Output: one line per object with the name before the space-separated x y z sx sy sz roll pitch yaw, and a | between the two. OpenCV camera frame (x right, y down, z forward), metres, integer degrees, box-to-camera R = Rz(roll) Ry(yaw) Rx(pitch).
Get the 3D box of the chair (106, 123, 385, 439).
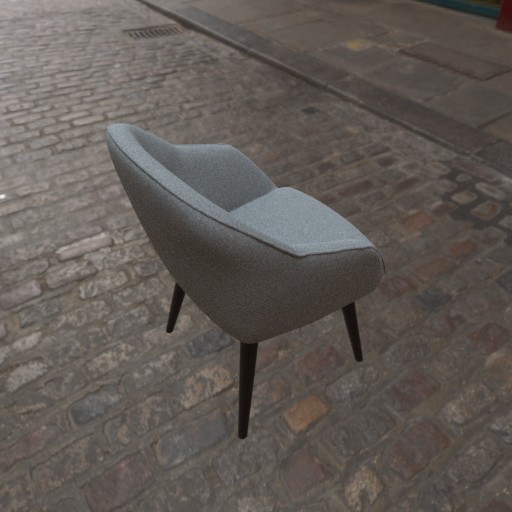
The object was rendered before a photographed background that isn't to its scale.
chair | 0.000 0.000 1.223 0.611 0.810 0.589 -24 46 -26
